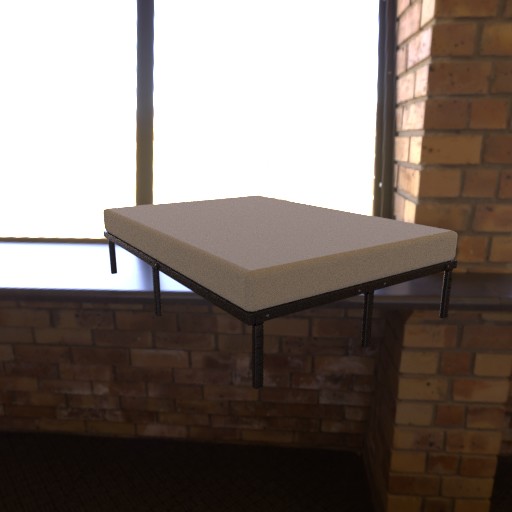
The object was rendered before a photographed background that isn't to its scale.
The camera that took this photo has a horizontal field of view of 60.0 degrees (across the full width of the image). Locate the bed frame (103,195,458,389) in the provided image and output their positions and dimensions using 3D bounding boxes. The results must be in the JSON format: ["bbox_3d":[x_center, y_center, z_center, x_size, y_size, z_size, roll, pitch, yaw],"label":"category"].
[{"bbox_3d":[0.000,0.000,3.905,2.205,0.680,2.842,-8,17,-26],"label":"bed frame"}]
